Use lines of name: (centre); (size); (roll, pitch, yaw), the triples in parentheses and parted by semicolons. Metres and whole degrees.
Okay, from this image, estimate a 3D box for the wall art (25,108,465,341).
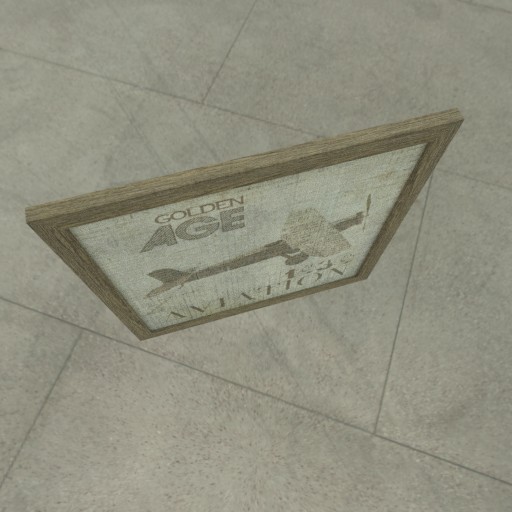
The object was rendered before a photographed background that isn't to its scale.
wall art: (0.000, 0.000, 0.729); (0.508, 0.508, 0.019); (-15, 66, -7)
